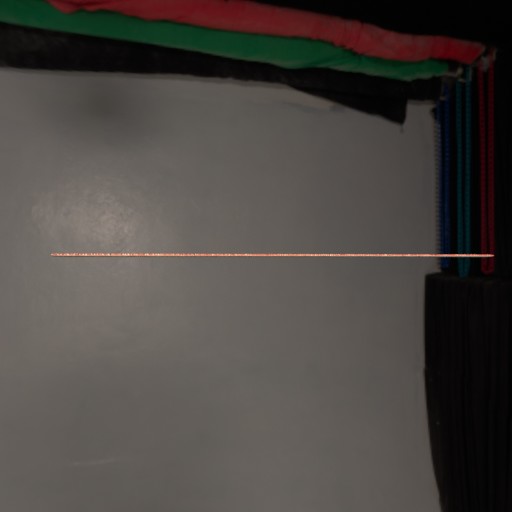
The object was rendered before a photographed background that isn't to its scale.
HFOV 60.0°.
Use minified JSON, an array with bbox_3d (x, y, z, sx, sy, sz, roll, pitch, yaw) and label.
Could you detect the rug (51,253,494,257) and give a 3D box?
[{"bbox_3d":[0.000,0.000,5.021,3.965,0.025,2.803,0,0,-19],"label":"rug"}]
